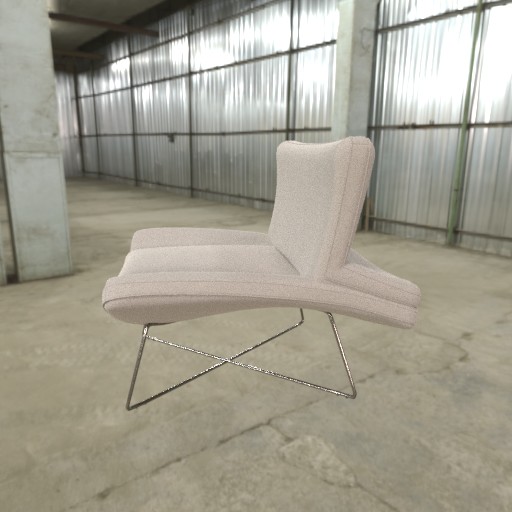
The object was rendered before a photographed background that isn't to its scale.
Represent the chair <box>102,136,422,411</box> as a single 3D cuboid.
[{"bbox_3d":[0.000,0.000,1.672,1.008,0.855,0.859,-2,14,-9],"label":"chair"}]
